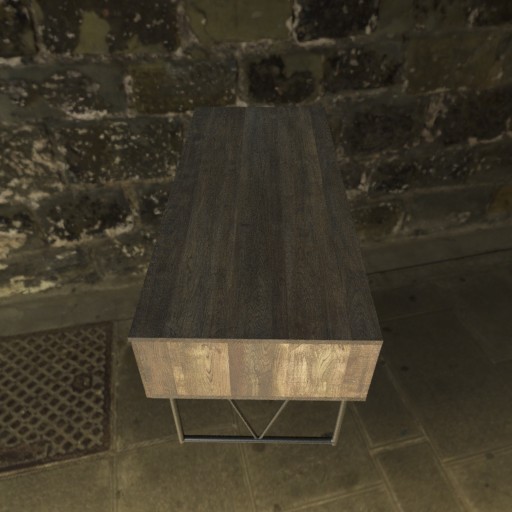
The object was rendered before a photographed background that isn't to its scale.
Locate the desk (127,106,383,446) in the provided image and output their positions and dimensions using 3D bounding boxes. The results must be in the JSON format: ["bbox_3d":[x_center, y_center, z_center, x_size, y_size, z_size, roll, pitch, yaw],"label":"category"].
[{"bbox_3d":[0.000,0.000,2.089,0.730,0.780,1.600,1,41,1],"label":"desk"}]
